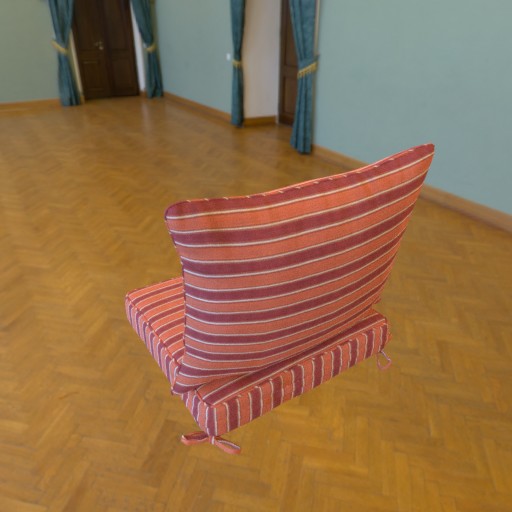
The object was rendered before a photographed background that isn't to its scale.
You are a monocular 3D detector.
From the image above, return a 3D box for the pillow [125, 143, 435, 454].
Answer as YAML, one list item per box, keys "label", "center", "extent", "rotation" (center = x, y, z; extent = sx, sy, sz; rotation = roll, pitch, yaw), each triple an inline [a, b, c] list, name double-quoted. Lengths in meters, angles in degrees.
- label: "pillow"
  center: [0.000, 0.000, 1.388]
  extent: [0.799, 0.723, 0.733]
  rotation: [-18, 34, -29]
